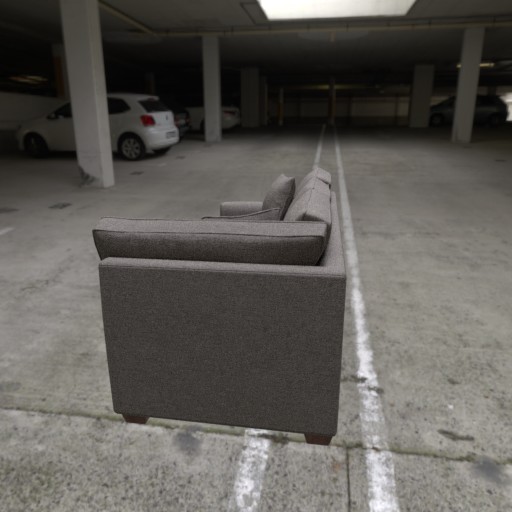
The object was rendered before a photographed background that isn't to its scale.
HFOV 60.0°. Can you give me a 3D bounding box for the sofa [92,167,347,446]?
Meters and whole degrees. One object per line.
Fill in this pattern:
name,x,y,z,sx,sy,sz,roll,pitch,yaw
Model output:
sofa,0.000,0.000,2.863,1.061,0.962,2.317,2,16,8
